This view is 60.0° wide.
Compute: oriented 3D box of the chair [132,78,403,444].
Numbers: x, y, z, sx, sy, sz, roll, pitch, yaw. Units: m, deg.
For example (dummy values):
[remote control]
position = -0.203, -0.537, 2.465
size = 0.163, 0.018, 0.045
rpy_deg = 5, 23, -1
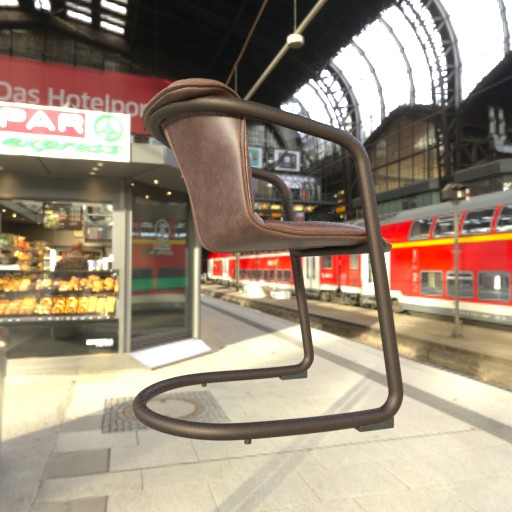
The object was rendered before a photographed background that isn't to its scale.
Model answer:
[chair]
position = 0.000, 0.000, 1.246
size = 0.664, 0.836, 0.536
rpy_deg = 0, -1, -18
